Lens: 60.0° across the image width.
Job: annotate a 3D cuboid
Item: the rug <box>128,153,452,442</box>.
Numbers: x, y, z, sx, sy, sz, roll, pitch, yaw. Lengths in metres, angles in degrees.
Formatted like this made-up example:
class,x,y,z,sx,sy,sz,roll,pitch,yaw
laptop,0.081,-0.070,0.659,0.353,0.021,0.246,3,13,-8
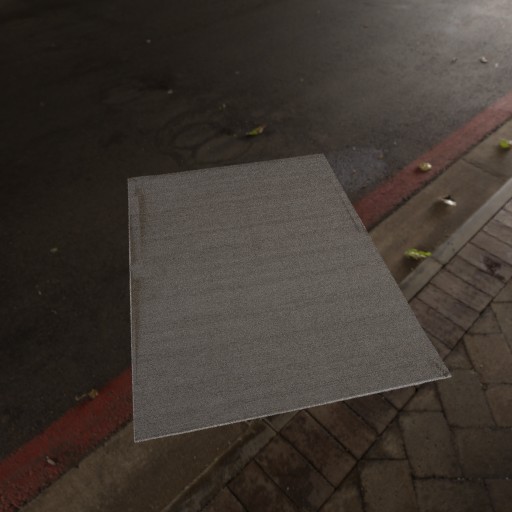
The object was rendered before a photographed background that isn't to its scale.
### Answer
class,x,y,z,sx,sy,sz,roll,pitch,yaw
rug,0.000,0.000,5.134,2.873,0.053,3.778,-9,46,-8
